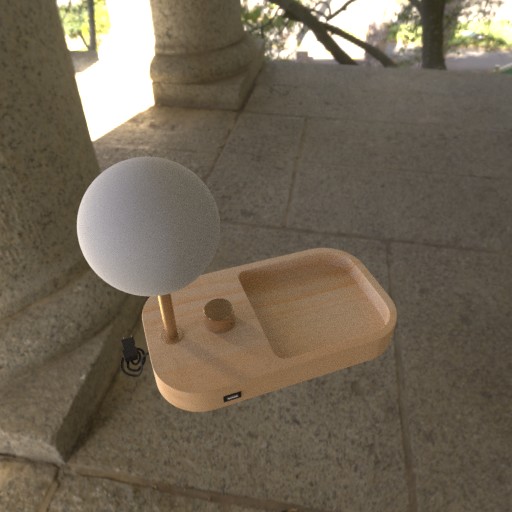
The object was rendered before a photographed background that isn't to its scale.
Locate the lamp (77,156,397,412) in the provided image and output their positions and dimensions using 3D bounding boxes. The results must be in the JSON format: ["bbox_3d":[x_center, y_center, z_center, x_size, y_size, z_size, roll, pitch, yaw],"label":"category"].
[{"bbox_3d":[0.000,0.000,0.471,0.331,0.253,0.173,-13,42,-15],"label":"lamp"}]
